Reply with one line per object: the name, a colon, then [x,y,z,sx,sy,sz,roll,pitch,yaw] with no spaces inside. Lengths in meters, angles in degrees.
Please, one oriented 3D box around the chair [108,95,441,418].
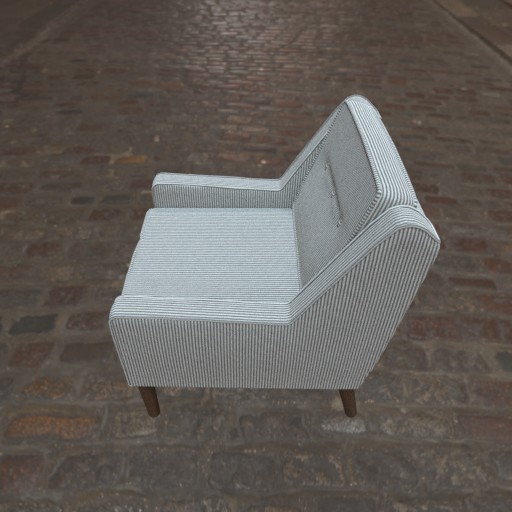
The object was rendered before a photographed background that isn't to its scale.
chair: [0.000,0.000,1.335,0.743,0.792,0.663,0,42,0]
